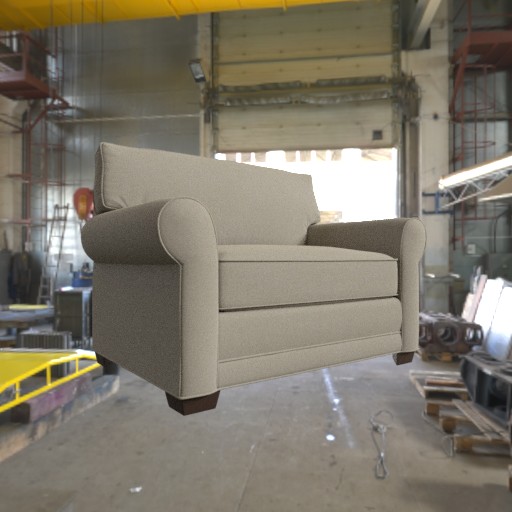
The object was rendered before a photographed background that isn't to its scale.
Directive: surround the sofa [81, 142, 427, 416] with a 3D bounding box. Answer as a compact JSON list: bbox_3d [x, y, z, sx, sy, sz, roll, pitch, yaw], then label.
[{"bbox_3d":[0.000,0.000,2.087,1.405,1.006,0.937,0,0,-37],"label":"sofa"}]
